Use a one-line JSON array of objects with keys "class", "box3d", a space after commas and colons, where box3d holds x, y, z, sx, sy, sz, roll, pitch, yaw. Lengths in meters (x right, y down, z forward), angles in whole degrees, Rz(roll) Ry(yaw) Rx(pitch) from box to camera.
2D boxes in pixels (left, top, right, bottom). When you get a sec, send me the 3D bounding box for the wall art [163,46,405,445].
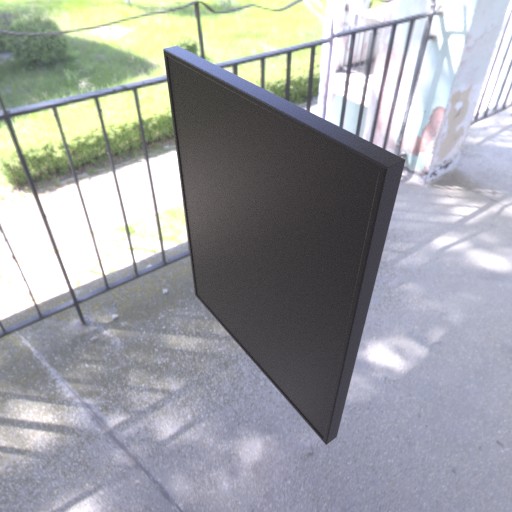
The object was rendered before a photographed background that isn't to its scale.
[{"class": "wall art", "box3d": [0.000, 0.000, 0.739, 0.028, 0.551, 0.451, -26, 47, -27]}]
